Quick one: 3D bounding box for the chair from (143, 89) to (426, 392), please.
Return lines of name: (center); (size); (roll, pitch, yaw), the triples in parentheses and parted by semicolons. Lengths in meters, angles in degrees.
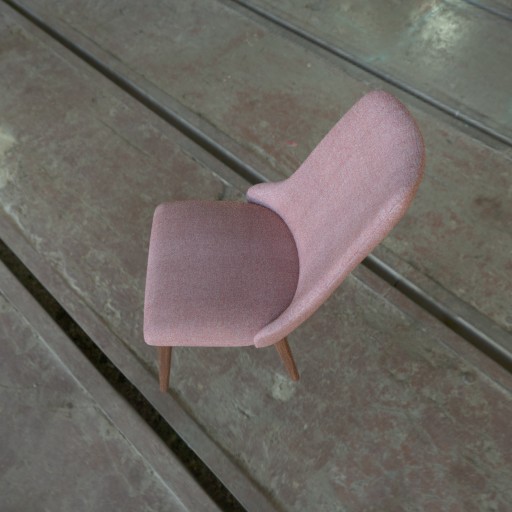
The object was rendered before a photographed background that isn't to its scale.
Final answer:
chair: (0.000, 0.000, 1.313); (0.707, 0.918, 0.535); (-2, 58, -1)
